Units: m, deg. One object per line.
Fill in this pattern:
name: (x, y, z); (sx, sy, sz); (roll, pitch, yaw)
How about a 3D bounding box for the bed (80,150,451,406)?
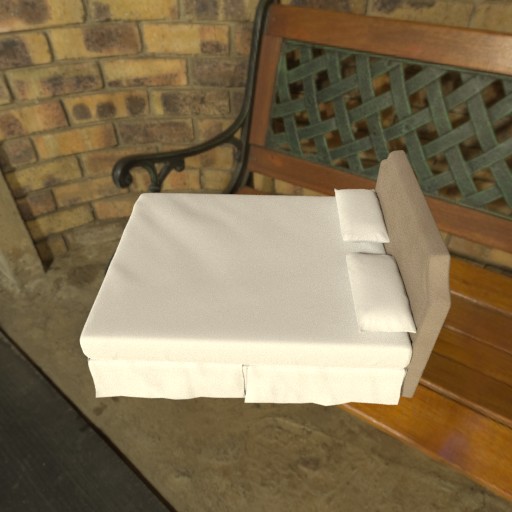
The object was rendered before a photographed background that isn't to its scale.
bed: (0.000, 0.000, 3.711); (2.498, 1.293, 1.977); (1, 41, 2)
